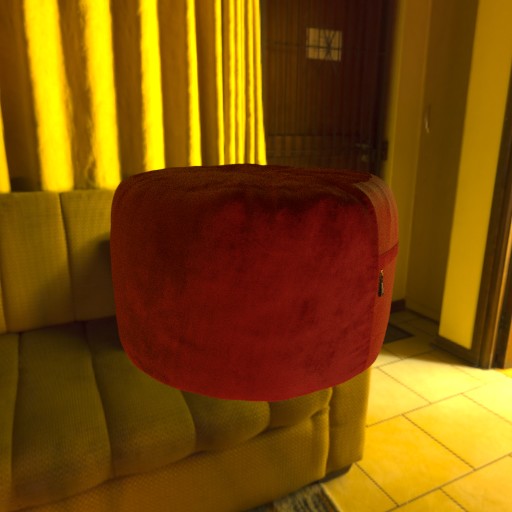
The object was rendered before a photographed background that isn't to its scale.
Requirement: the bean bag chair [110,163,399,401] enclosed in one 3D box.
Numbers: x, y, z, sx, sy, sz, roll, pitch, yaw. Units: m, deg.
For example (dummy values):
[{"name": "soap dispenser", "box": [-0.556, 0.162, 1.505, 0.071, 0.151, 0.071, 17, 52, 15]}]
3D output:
[{"name": "bean bag chair", "box": [0.000, 0.000, 1.964, 1.219, 0.762, 1.219, 0, 15, 0]}]
